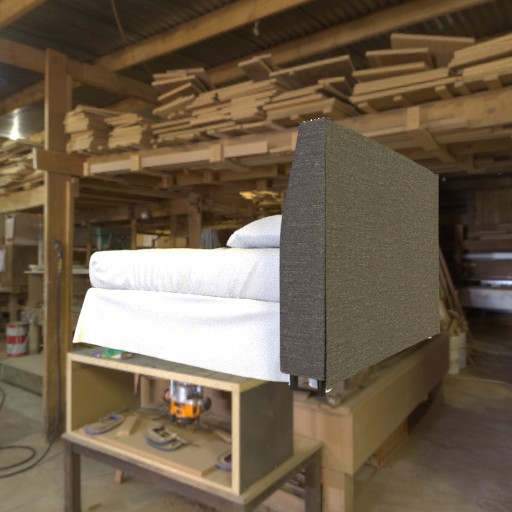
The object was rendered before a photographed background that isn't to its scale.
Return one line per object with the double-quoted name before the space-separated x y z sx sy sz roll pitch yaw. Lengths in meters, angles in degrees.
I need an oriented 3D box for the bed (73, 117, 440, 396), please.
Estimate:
"bed" 0.000 0.000 3.477 2.276 1.332 1.925 0 0 37
